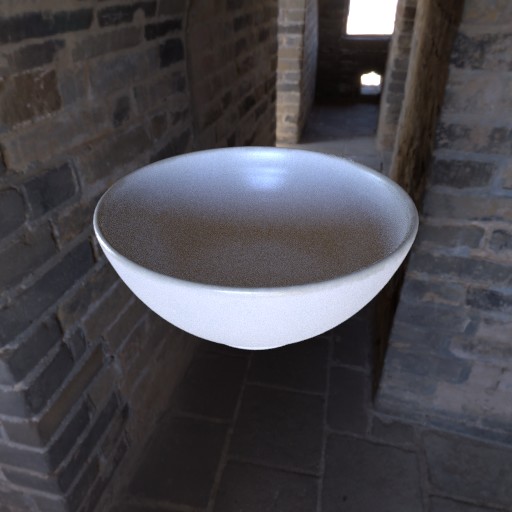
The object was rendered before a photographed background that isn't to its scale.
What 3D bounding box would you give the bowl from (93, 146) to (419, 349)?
[{"bbox_3d":[0.000,0.000,0.413,0.268,0.121,0.268,0,33,0],"label":"bowl"}]
